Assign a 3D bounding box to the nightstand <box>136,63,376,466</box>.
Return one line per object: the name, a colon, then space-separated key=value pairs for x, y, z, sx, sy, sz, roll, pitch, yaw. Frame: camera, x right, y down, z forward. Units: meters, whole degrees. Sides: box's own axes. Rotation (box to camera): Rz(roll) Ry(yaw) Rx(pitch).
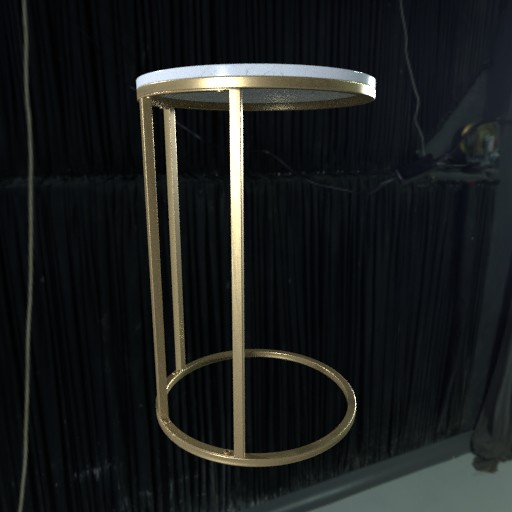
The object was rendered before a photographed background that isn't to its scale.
nightstand: x=0.000 y=0.000 z=0.838 sx=0.400 sy=0.610 sz=0.400 roll=-7 pitch=16 yaw=-26
